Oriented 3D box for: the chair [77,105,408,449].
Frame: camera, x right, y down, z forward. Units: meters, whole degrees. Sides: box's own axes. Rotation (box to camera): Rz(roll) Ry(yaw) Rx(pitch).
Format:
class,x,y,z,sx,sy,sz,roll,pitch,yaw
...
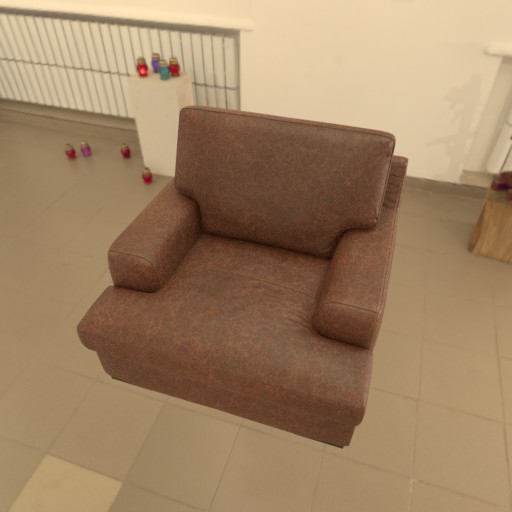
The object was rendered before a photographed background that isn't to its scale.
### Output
class,x,y,z,sx,sy,sz,roll,pitch,yaw
chair,0.000,0.000,1.953,1.168,0.939,1.143,12,44,13
